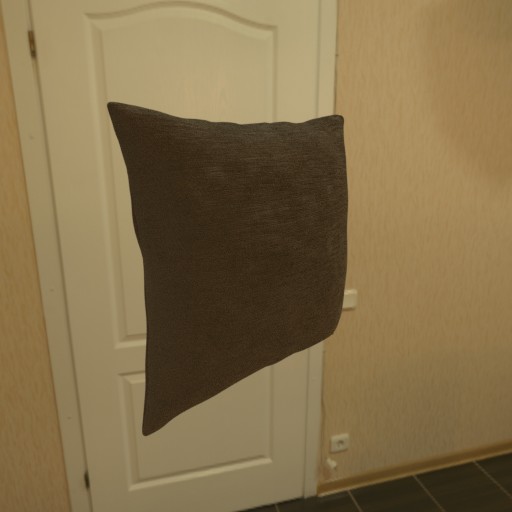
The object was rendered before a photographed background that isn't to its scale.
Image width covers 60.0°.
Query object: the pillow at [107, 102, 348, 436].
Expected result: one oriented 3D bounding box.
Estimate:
[{"bbox_3d":[0.000,0.000,0.695,0.452,0.439,0.204,-15,21,-43],"label":"pillow"}]
